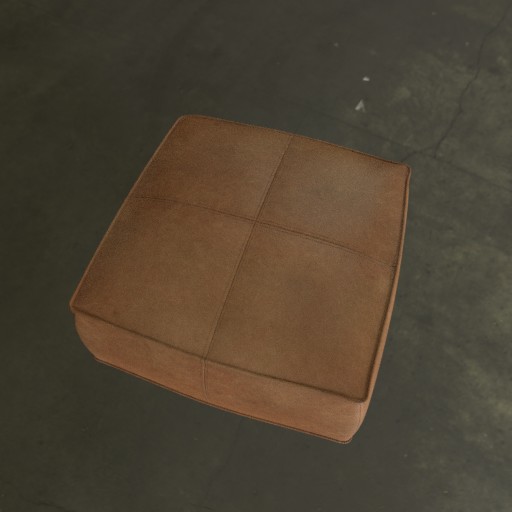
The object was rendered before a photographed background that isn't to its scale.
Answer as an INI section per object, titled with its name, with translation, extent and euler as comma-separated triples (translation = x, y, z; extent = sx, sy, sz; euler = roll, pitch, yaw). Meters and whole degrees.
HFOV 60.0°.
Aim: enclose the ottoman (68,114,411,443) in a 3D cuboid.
[ottoman]
translation = 0.000, 0.000, 1.426
extent = 0.902, 0.395, 0.901
euler = 16, 60, 9
